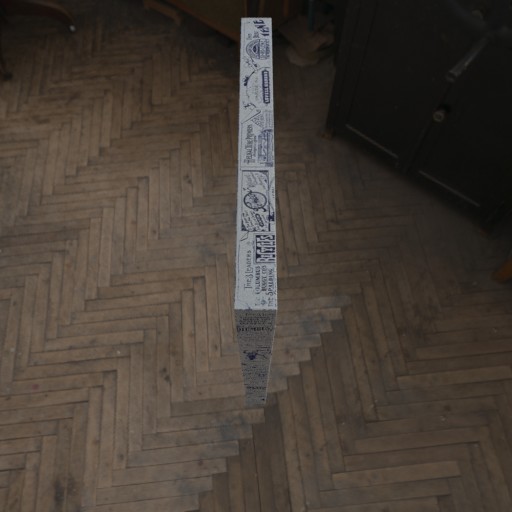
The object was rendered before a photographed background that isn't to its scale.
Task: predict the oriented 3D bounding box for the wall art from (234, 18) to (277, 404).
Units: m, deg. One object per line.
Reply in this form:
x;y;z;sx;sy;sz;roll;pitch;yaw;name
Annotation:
0.000;0.000;0.479;0.025;0.376;0.255;0;64;0;wall art
